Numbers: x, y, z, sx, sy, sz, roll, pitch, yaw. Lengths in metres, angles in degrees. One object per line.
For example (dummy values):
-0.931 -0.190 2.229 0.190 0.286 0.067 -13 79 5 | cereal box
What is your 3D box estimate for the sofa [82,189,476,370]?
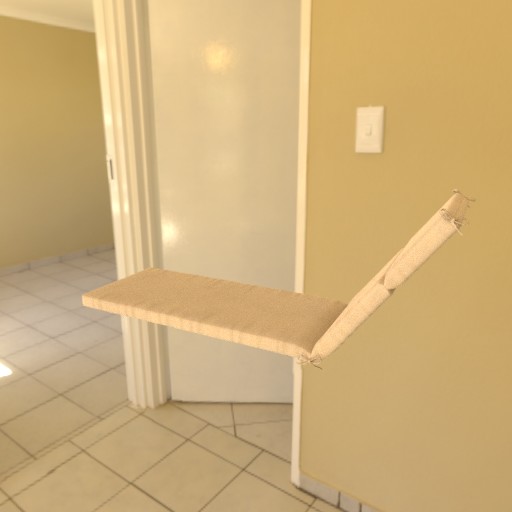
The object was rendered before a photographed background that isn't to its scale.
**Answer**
0.000 0.000 1.948 1.663 0.622 0.582 8 18 26 | sofa
